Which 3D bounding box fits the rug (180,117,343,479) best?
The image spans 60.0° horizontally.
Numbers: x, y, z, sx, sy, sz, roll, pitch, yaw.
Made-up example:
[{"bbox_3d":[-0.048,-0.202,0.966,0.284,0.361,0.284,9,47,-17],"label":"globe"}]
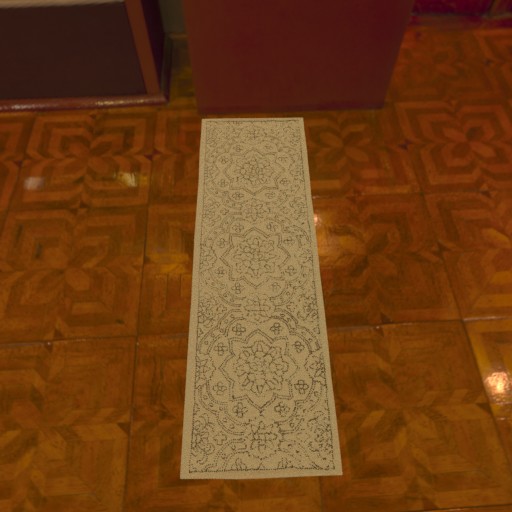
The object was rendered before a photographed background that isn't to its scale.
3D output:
[{"bbox_3d":[0.000,0.000,2.718,0.769,0.012,2.448,-1,58,-1],"label":"rug"}]
